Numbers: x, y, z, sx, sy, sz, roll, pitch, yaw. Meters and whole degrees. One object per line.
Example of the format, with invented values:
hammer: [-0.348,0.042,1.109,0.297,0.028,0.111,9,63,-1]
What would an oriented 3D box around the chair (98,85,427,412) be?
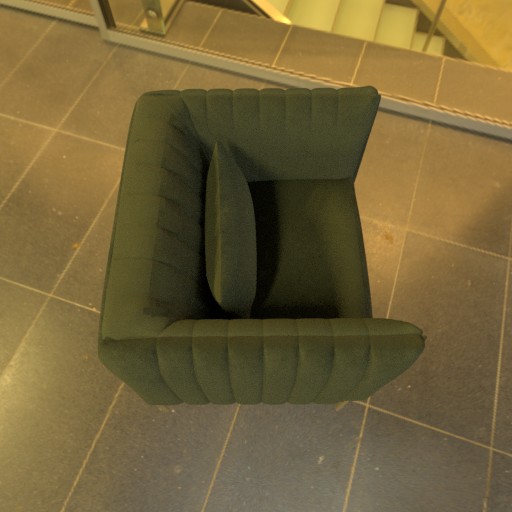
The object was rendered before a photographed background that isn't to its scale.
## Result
chair: [0.000,0.000,1.653,0.877,0.794,1.032,0,63,0]
